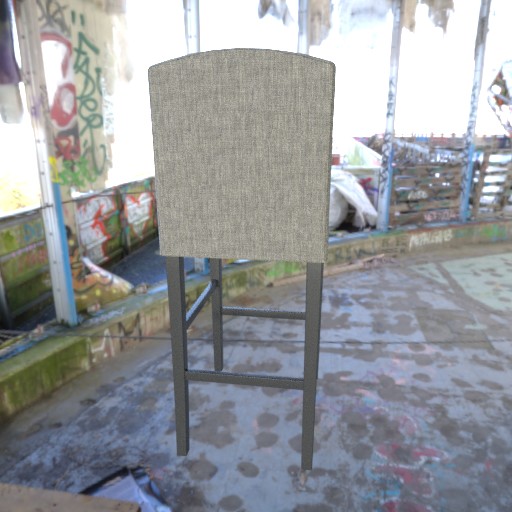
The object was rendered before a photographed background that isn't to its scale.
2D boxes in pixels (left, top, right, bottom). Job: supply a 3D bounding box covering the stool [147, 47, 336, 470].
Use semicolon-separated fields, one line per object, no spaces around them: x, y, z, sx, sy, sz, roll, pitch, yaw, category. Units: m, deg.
0.000;0.000;1.412;0.451;1.138;0.552;2;16;8;stool
